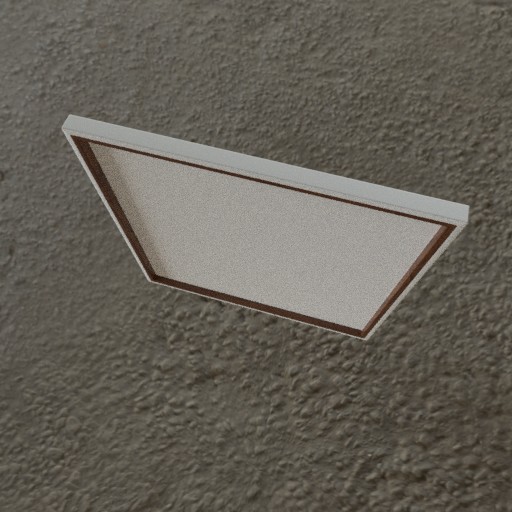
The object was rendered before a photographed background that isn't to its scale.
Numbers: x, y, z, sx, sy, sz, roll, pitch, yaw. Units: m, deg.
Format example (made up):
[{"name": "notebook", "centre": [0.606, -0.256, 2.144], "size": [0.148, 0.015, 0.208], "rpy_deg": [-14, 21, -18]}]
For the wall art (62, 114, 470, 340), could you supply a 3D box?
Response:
[{"name": "wall art", "centre": [0.000, 0.000, 1.141], "size": [0.757, 0.757, 0.037], "rpy_deg": [14, 65, 7]}]
